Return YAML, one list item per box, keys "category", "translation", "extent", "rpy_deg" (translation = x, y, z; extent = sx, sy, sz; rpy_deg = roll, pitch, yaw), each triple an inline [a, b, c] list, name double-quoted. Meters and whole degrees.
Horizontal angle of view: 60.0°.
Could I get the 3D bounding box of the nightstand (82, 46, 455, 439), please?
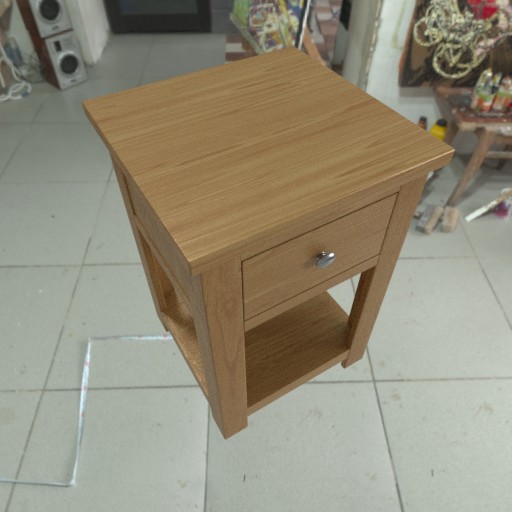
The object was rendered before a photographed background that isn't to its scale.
- category: "nightstand"
  translation: [0.000, 0.000, 0.917]
  extent: [0.428, 0.614, 0.418]
  rpy_deg: [-24, 52, -20]
